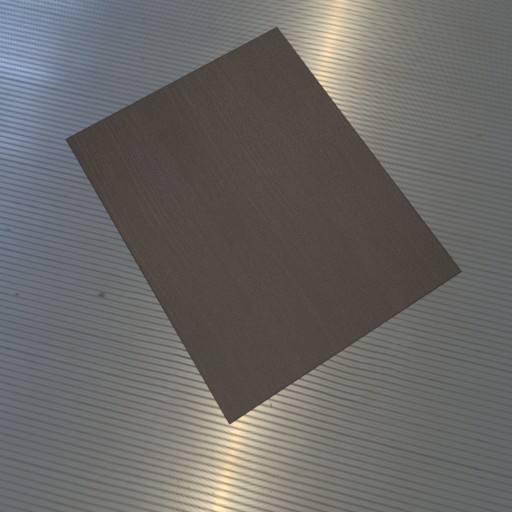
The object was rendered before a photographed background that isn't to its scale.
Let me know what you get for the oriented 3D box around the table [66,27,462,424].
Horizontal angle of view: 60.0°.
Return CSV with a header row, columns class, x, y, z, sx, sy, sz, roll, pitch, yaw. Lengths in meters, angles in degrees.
class,x,y,z,sx,sy,sz,roll,pitch,yaw
table,0.000,0.000,0.953,0.381,0.635,0.480,-31,78,-7
